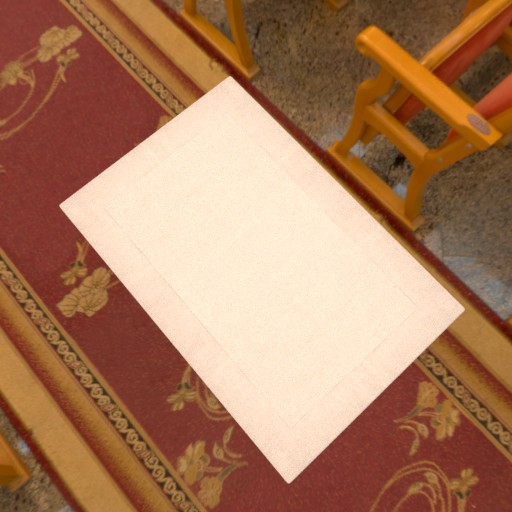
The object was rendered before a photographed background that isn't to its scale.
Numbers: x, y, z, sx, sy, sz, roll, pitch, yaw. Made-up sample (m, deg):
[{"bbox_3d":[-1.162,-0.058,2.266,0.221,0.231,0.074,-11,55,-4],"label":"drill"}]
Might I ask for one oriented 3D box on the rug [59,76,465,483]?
[{"bbox_3d":[0.000,0.000,2.317,1.219,0.013,1.829,-41,79,-10],"label":"rug"}]
